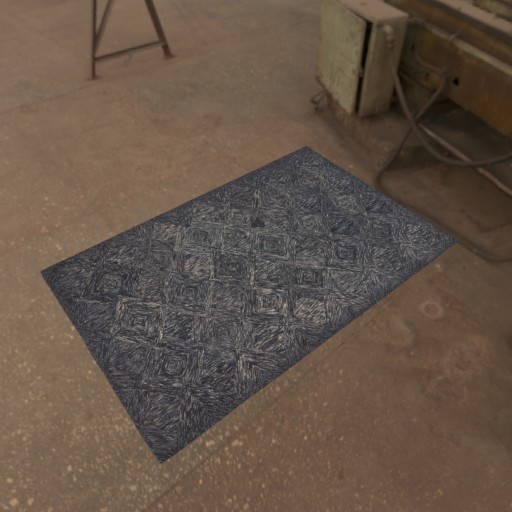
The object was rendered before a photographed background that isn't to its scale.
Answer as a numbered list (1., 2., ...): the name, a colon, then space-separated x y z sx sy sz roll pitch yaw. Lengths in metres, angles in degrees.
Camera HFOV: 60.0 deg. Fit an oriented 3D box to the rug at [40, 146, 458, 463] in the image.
1. rug: 0.000 0.000 2.200 1.754 0.010 1.139 -30 53 -26
